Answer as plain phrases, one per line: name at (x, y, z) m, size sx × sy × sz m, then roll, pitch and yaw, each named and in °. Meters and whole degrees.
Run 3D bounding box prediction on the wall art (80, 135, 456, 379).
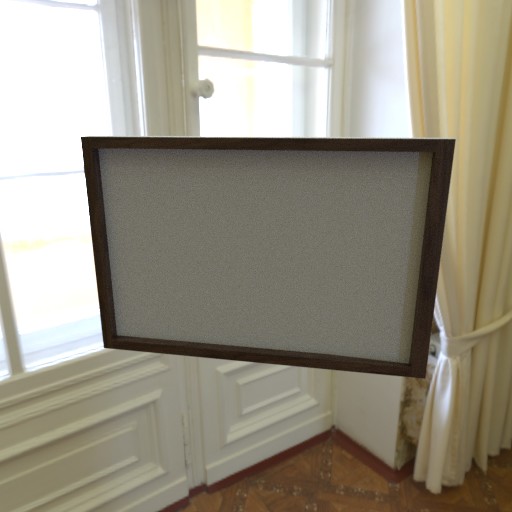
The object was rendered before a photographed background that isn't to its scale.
wall art at (0.000, 0.000, 1.176) m, size 0.914 × 0.610 × 0.050 m, roll 3°, pitch 17°, yaw 10°
